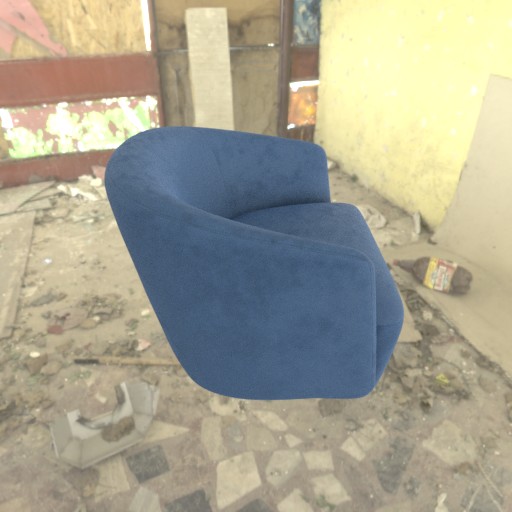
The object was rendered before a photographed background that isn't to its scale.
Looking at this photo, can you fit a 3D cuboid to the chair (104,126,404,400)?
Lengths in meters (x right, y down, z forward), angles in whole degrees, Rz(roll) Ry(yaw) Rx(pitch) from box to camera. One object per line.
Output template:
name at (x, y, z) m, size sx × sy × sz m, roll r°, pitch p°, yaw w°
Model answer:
chair at (0.000, 0.000, 1.358) m, size 0.767 × 0.698 × 0.773 m, roll 0°, pitch 32°, yaw 0°
